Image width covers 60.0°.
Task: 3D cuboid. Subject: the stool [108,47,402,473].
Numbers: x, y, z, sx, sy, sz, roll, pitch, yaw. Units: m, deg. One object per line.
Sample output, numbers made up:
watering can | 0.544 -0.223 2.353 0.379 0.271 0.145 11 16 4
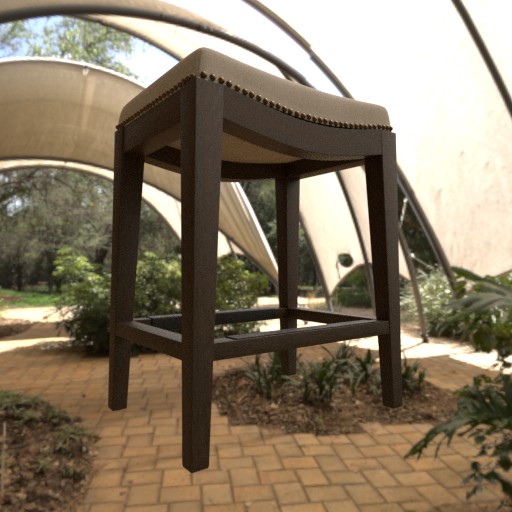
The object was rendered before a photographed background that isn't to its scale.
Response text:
stool | 0.000 0.000 0.931 0.500 0.642 0.361 1 -1 -37
